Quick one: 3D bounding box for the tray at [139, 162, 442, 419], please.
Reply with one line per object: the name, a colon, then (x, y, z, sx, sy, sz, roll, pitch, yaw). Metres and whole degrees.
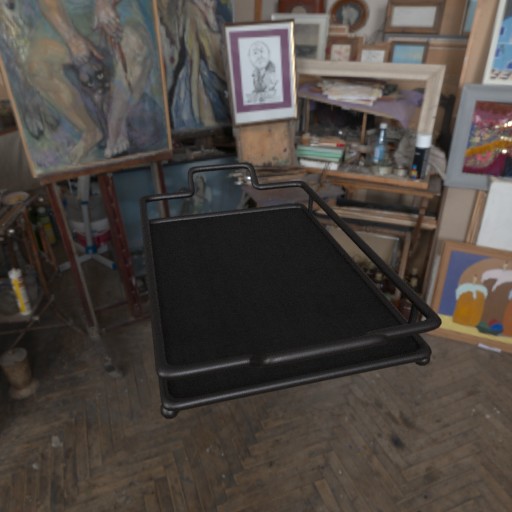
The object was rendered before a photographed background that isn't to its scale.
tray: (0.000, 0.000, 0.607, 0.297, 0.101, 0.495, -8, 31, -13)
